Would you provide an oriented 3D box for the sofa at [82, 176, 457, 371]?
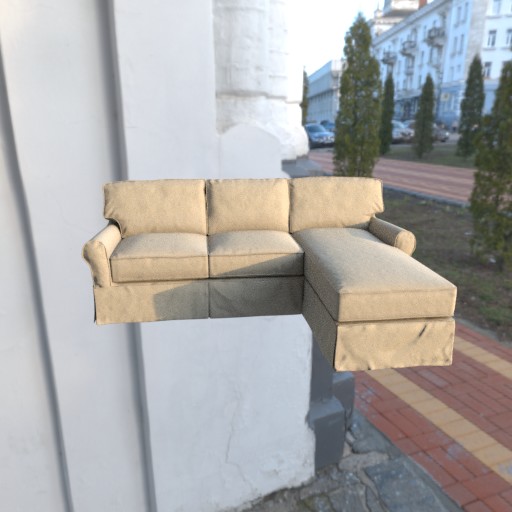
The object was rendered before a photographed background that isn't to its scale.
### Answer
[{"bbox_3d":[0.000,0.000,3.268,2.475,0.978,1.733,-2,17,-6],"label":"sofa"}]
